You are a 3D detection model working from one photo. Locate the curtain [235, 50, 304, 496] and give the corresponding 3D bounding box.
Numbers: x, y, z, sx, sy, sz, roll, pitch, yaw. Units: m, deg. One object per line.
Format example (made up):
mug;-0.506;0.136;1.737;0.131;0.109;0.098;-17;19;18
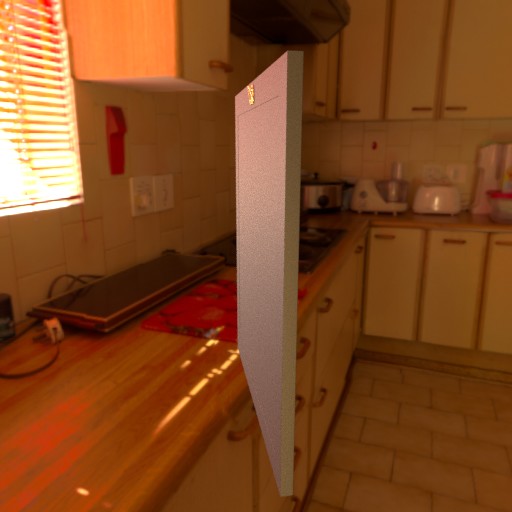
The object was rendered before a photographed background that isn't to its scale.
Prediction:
curtain;0.000;0.000;0.790;0.027;0.585;0.483;-2;14;-9
